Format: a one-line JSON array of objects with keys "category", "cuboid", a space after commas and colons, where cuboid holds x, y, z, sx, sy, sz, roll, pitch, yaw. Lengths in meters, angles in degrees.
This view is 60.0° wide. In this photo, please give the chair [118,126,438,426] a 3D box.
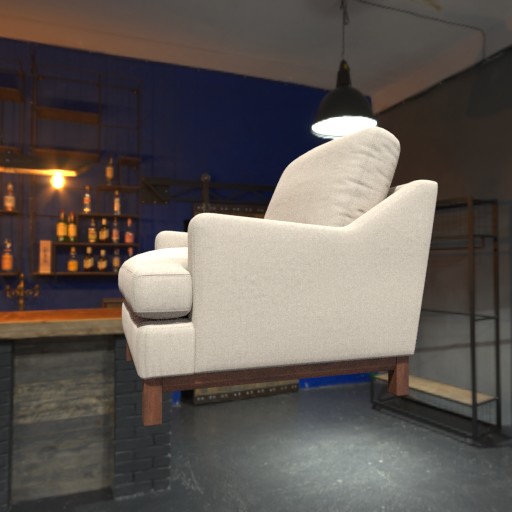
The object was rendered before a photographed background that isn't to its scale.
[{"category": "chair", "cuboid": [0.000, 0.000, 1.732, 1.001, 0.916, 0.912, 0, -1, -19]}]
